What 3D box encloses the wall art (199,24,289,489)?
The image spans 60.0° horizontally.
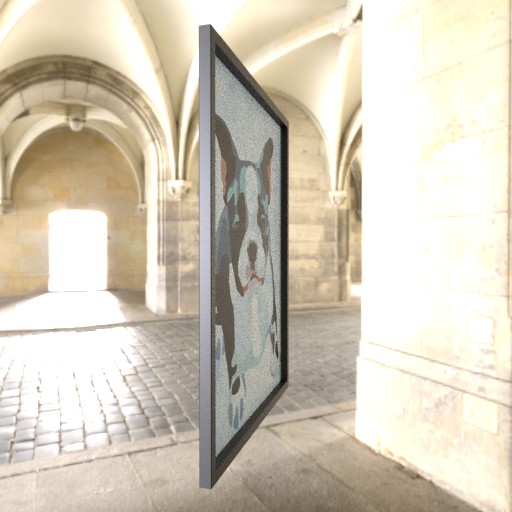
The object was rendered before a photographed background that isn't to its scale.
[{"bbox_3d":[0.000,0.000,1.352,0.030,1.027,0.774,0,1,17],"label":"wall art"}]
